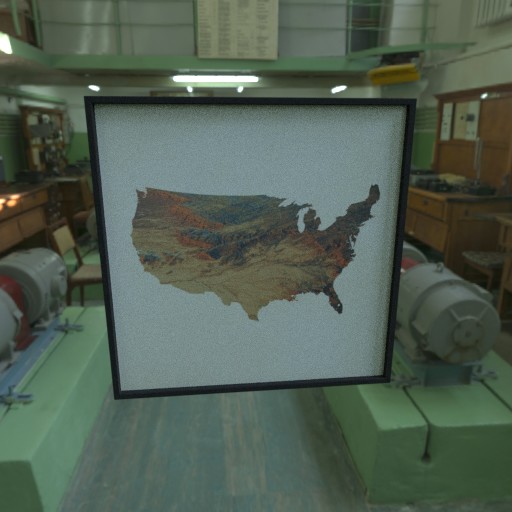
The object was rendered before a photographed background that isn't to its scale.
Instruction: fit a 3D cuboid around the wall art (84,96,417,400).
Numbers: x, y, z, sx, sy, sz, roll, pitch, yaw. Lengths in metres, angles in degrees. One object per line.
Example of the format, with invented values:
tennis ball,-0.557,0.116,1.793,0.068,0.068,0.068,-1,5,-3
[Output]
wall art,0.000,0.000,1.130,0.762,0.762,0.038,-2,16,-6
